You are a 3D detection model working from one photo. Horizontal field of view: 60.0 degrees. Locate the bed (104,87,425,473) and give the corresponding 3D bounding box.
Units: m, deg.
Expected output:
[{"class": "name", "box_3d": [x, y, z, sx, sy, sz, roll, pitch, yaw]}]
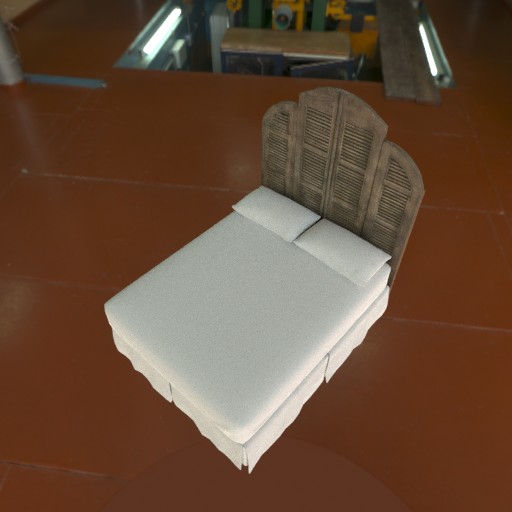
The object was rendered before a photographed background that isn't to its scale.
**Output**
[{"class": "bed", "box_3d": [0.000, 0.000, 3.556, 1.713, 2.019, 2.138, 33, 55, 27]}]
